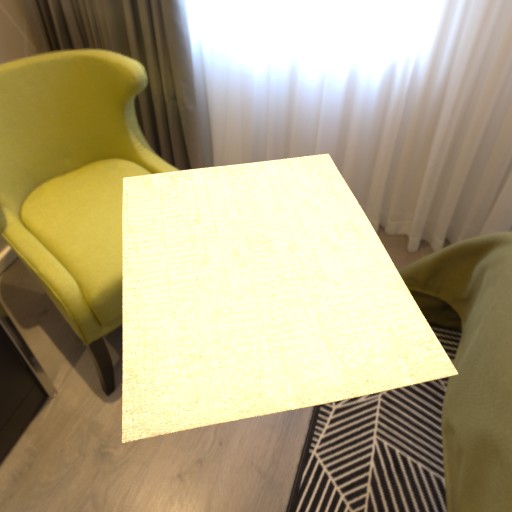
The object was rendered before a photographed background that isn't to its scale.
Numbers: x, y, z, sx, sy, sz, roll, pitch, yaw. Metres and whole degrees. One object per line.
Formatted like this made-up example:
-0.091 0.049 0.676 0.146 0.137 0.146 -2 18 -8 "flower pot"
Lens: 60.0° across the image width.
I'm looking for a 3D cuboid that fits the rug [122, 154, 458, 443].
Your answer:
0.000 0.000 4.146 2.447 0.014 3.061 -8 46 -8 "rug"
